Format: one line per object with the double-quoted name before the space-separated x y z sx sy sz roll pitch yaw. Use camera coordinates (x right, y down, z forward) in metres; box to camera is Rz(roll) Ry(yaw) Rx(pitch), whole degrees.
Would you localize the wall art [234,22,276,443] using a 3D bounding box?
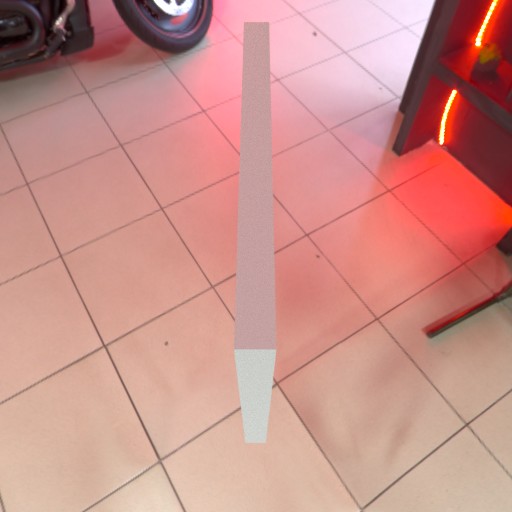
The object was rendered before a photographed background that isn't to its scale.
"wall art" 0.000 0.000 0.742 0.038 0.506 0.506 0 58 0
